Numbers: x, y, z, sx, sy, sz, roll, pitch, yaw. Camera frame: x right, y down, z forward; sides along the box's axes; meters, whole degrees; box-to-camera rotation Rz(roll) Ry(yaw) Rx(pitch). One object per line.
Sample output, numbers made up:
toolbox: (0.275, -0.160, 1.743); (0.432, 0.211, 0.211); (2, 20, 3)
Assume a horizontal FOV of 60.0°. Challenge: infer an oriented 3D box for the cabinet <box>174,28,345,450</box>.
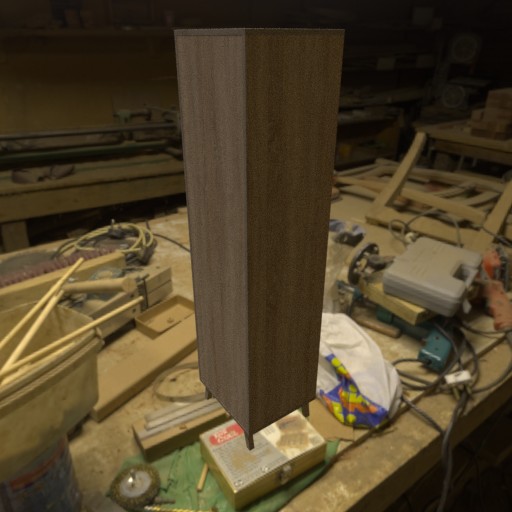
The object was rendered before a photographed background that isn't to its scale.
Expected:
cabinet: (0.000, 0.000, 2.156); (0.450, 1.960, 0.510); (-18, 31, -31)
